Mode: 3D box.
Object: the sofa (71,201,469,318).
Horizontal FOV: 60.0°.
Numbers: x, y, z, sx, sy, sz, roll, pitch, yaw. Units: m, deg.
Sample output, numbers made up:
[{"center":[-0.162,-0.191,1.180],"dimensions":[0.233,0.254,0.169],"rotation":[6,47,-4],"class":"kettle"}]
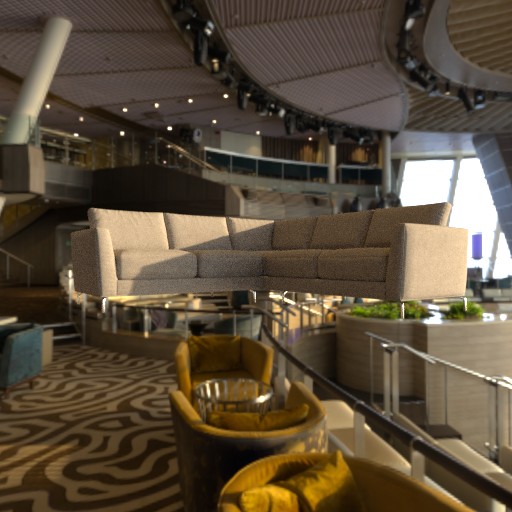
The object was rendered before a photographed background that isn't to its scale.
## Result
[{"center":[0.000,0.000,3.709],"dimensions":[2.438,0.864,2.438],"rotation":[0,-1,-36],"class":"sofa"}]
